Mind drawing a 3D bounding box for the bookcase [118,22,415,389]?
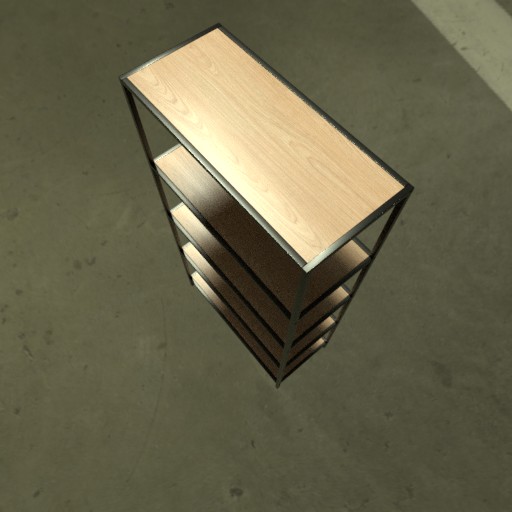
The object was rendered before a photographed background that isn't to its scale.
[{"bbox_3d":[0.000,0.000,1.814,0.350,1.500,0.770,-37,69,-16],"label":"bookcase"}]
